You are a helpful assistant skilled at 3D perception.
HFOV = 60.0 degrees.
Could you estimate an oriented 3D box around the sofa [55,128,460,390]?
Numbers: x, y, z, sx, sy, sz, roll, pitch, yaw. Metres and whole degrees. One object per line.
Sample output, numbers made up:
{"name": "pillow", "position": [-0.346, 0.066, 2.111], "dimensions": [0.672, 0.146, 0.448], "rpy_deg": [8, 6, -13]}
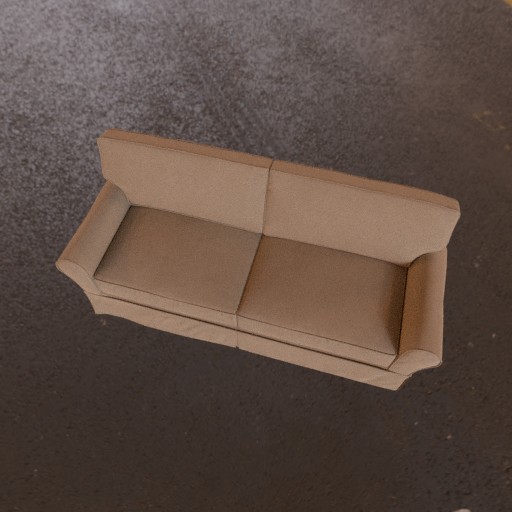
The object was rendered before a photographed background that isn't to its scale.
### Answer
{"name": "sofa", "position": [0.000, 0.000, 2.729], "dimensions": [2.246, 1.014, 0.900], "rpy_deg": [13, 59, 8]}
